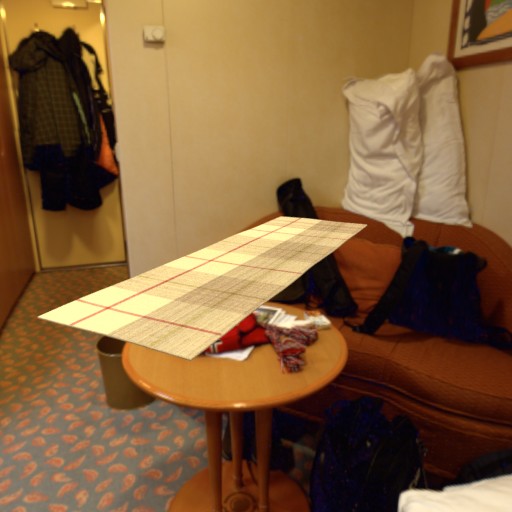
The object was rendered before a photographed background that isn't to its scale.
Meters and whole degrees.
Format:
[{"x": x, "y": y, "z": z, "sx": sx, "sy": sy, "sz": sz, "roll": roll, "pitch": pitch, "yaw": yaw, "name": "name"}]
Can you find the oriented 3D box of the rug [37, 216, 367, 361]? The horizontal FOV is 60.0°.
[{"x": 0.000, "y": 0.000, "z": 2.689, "sx": 0.762, "sy": 0.013, "sz": 2.439, "roll": 8, "pitch": 18, "yaw": 26, "name": "rug"}]
